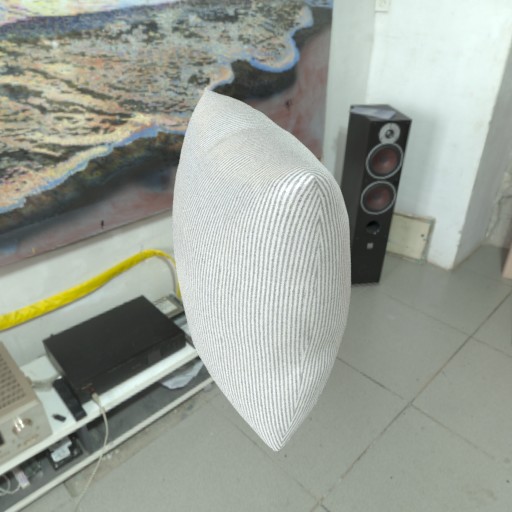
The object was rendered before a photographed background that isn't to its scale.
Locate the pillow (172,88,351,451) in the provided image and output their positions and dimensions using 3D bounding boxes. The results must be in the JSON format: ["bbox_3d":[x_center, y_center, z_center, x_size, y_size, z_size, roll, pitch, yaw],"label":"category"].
[{"bbox_3d":[0.000,0.000,0.696,0.310,0.432,0.387,9,33,14],"label":"pillow"}]
